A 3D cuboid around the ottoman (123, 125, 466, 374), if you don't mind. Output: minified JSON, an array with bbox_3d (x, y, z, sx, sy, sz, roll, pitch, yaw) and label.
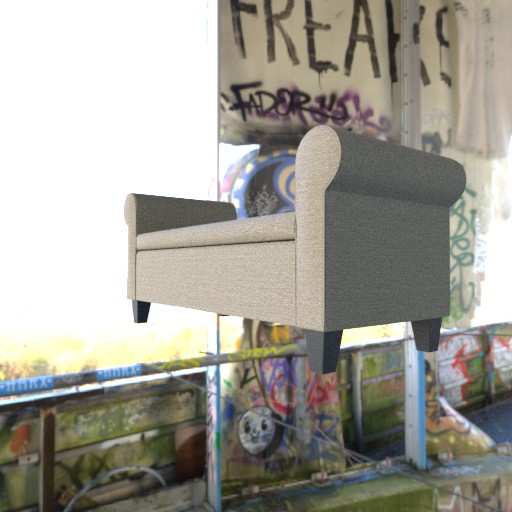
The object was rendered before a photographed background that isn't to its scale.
[{"bbox_3d":[0.000,0.000,1.560,0.521,0.547,1.256,1,-1,-37],"label":"ottoman"}]
